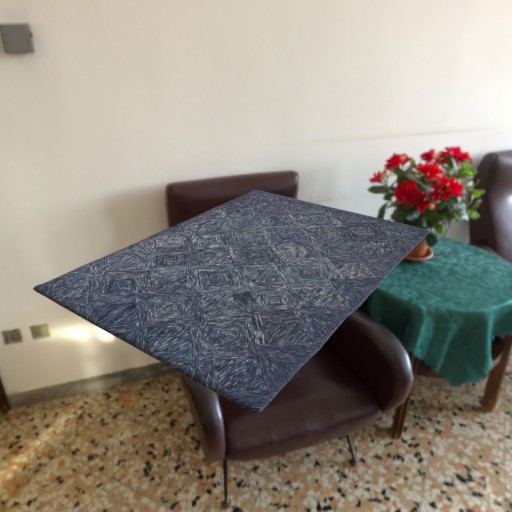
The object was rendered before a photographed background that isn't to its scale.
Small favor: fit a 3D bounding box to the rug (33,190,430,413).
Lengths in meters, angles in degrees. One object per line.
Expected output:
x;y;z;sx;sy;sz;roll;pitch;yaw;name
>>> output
0.000;0.000;4.304;2.385;0.024;3.245;18;32;31;rug
